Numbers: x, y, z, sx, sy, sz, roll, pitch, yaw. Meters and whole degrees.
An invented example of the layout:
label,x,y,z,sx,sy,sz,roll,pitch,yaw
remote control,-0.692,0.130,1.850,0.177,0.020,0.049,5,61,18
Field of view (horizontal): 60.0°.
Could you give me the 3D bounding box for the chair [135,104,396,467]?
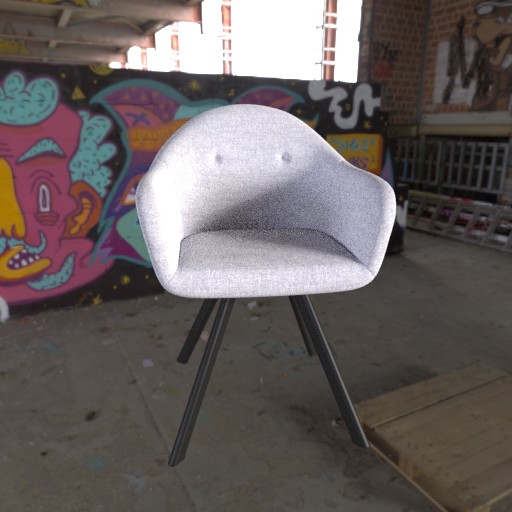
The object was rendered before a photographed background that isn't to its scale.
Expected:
label,x,y,z,sx,sy,sz,roll,pitch,yaw
chair,0.000,0.000,1.160,0.540,0.780,0.570,-2,16,-7
